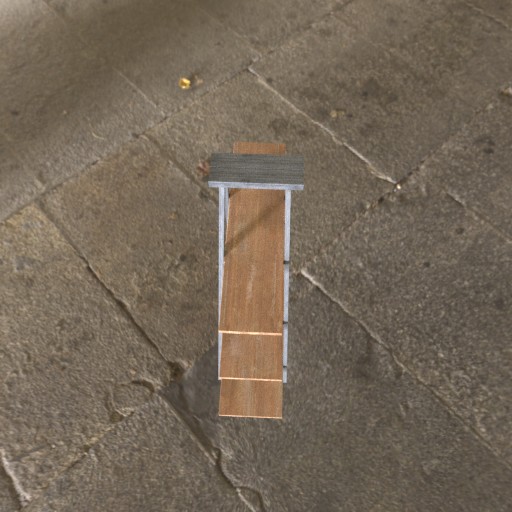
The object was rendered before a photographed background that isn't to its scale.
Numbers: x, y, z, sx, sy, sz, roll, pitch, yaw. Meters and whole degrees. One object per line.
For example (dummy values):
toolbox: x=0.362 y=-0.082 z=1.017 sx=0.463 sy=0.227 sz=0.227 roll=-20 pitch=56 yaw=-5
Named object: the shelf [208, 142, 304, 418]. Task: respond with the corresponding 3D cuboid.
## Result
shelf: x=0.000 y=0.000 z=2.759 sx=0.508 sy=1.808 sz=1.746 roll=2 pitch=64 yaw=1
